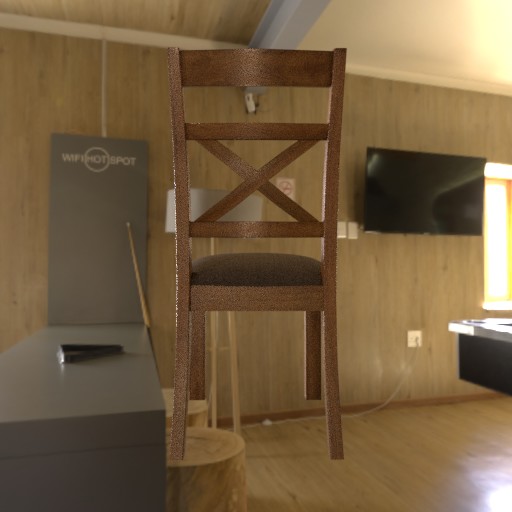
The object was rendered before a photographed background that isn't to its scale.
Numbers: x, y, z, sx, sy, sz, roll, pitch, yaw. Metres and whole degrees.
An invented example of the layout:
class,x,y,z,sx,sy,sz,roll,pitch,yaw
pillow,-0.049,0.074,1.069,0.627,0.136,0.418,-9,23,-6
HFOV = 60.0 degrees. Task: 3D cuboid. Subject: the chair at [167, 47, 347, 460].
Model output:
class,x,y,z,sx,sy,sz,roll,pitch,yaw
chair,0.000,0.000,1.269,0.470,0.949,0.581,0,-2,-1
